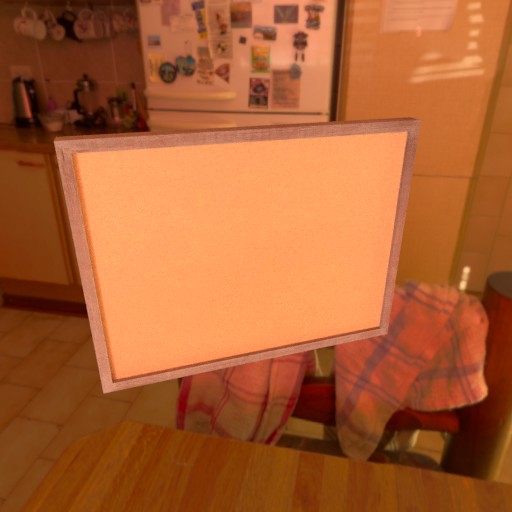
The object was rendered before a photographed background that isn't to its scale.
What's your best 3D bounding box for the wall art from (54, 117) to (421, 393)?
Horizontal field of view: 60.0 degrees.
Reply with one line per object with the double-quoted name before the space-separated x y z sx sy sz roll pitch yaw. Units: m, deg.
"wall art" 0.000 0.000 1.787 1.320 1.009 0.070 -8 27 -16
